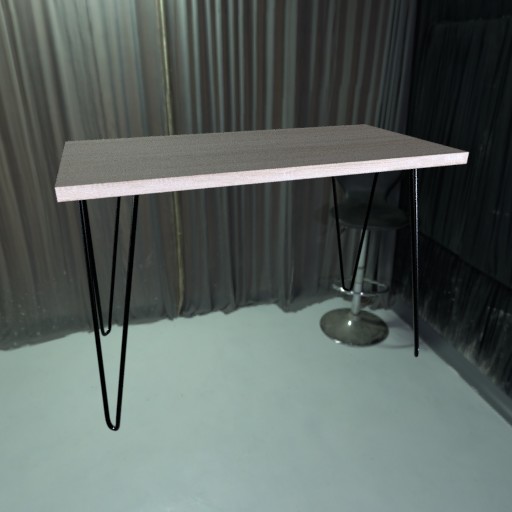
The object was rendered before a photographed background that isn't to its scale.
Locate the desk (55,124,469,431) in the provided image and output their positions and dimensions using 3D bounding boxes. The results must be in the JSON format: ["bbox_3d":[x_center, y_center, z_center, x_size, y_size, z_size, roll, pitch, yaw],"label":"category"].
[{"bbox_3d":[0.000,0.000,1.351,0.991,0.660,0.499,-8,26,-17],"label":"desk"}]
